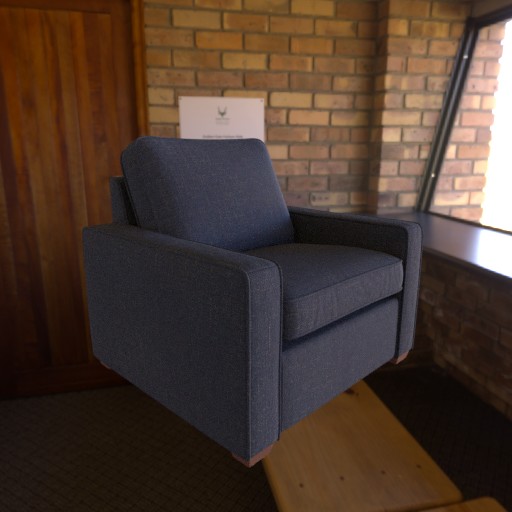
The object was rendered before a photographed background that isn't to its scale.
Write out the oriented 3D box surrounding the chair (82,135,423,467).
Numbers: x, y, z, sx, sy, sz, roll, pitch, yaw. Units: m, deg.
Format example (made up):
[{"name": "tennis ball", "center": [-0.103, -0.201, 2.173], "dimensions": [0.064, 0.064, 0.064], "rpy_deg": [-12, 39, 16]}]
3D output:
[{"name": "chair", "center": [0.000, 0.000, 1.754], "dimensions": [0.940, 0.919, 1.017], "rpy_deg": [13, 19, 43]}]
